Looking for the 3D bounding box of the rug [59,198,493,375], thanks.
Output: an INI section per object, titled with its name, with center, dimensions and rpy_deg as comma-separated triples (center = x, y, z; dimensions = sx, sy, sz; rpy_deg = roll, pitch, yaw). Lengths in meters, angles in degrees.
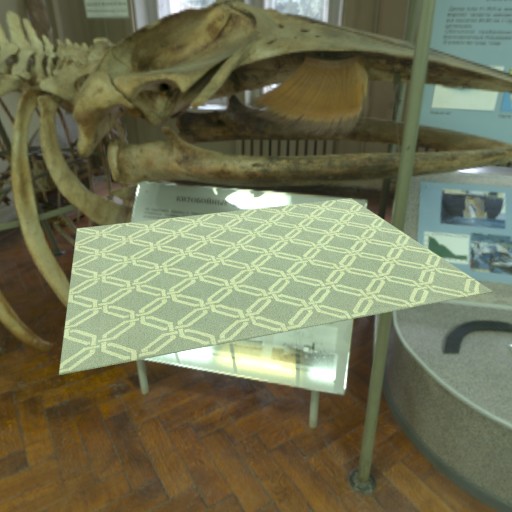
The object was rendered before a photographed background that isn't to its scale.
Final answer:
[rug]
center = 0.000, 0.000, 4.270
dimensions = 3.353, 0.013, 2.438
rpy_deg = -8, 28, -15
